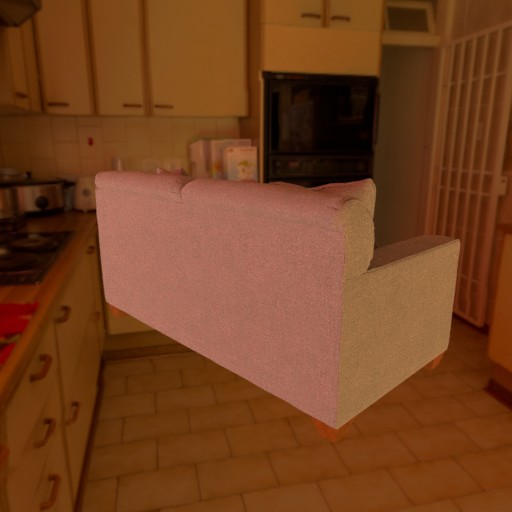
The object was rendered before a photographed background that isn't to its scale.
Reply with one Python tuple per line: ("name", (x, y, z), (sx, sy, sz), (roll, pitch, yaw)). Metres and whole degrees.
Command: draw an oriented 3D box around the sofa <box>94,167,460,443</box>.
("sofa", (0.000, 0.000, 2.455), (1.000, 0.958, 1.846), (-14, 20, -42))
